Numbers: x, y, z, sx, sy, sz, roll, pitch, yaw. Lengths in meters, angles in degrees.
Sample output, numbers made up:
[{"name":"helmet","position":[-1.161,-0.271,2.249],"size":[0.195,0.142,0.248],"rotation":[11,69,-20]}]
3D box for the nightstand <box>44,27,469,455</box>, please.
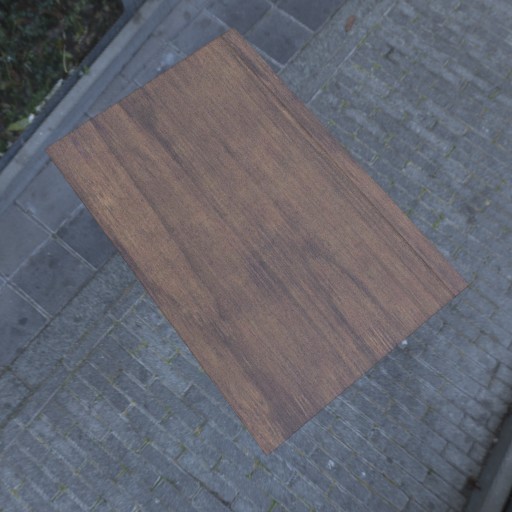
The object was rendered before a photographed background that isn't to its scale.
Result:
[{"name":"nightstand","position":[0.000,0.000,1.017],"size":[0.437,0.610,0.610],"rotation":[-37,78,-9]}]
